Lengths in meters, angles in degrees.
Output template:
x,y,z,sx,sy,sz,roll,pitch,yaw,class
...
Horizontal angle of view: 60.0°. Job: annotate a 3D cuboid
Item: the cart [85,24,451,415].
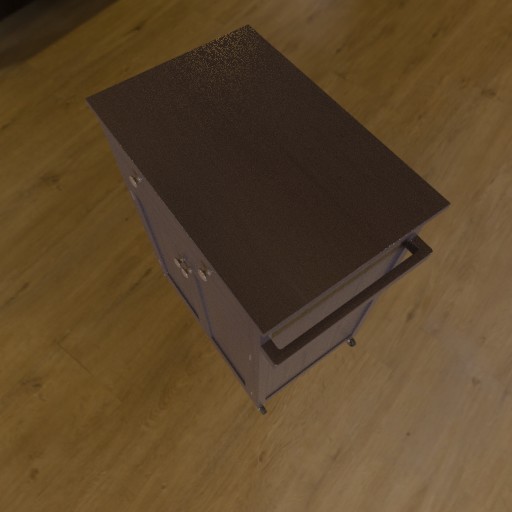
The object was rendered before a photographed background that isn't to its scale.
x,y,z,sx,sy,sz,roll,pitch,yaw,class
0.000,0.000,1.278,0.449,0.878,0.690,-32,66,-16,cart
